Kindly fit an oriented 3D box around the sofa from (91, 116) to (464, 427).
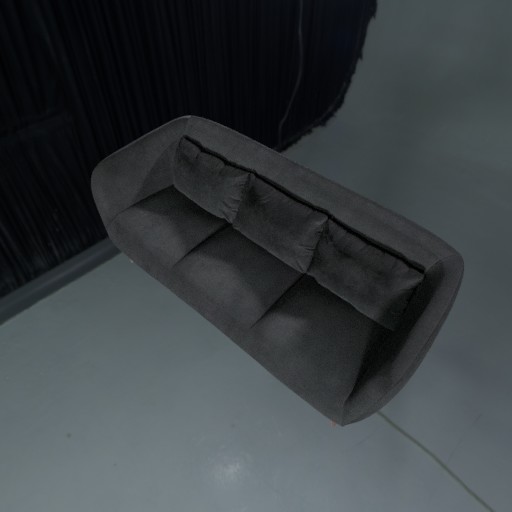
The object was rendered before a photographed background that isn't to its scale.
[{"bbox_3d":[0.000,0.000,2.775,2.296,0.875,0.956,34,55,27],"label":"sofa"}]
